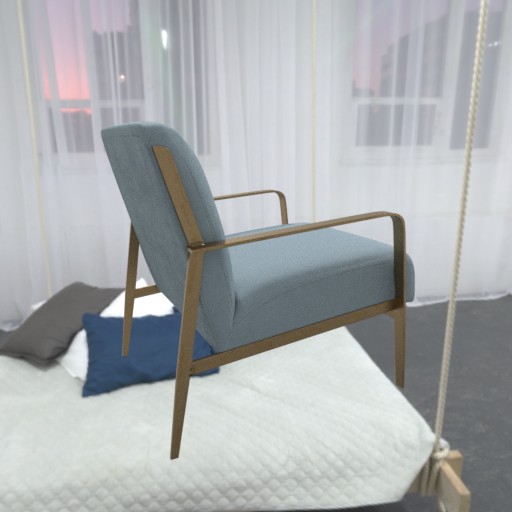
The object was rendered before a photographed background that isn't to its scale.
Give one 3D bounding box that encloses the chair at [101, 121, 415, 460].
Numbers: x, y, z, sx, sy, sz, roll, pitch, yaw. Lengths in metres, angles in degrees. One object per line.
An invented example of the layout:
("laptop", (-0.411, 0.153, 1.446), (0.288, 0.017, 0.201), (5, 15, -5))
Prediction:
("chair", (0.000, 0.000, 1.463), (0.842, 0.824, 0.701), (-7, 16, -26))
